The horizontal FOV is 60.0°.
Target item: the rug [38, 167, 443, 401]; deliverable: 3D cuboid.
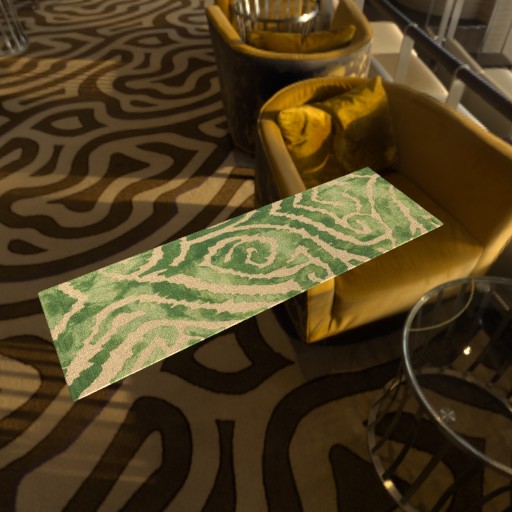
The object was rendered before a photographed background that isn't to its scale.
[{"bbox_3d":[0.000,0.000,2.729,2.438,0.006,0.761,-23,50,-21],"label":"rug"}]
